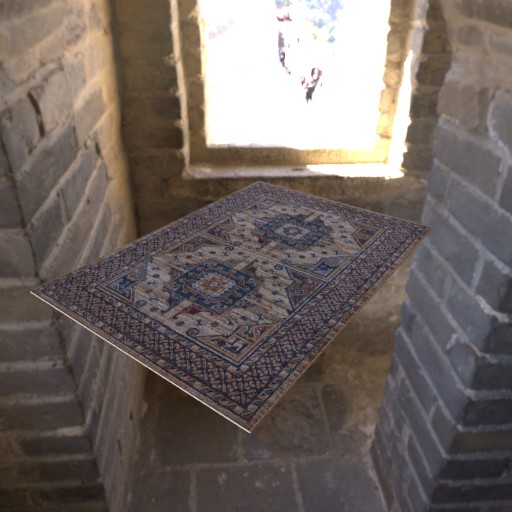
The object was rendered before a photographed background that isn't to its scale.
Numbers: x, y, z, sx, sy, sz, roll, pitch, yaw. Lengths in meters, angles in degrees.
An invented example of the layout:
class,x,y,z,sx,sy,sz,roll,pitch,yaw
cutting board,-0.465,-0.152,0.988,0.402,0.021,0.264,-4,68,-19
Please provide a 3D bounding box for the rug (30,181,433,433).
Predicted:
class,x,y,z,sx,sy,sz,roll,pitch,yaw
rug,0.000,0.000,2.925,1.611,0.008,2.227,21,36,31
